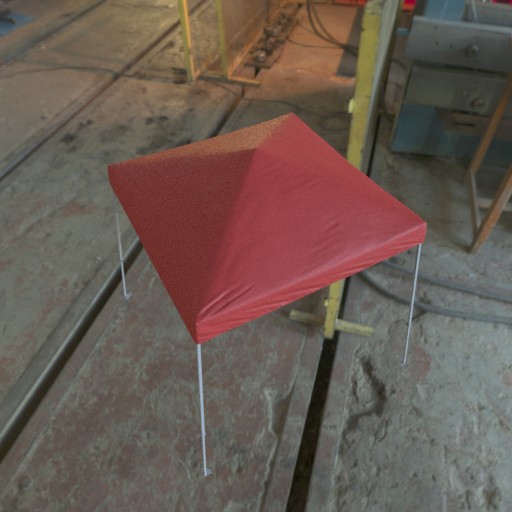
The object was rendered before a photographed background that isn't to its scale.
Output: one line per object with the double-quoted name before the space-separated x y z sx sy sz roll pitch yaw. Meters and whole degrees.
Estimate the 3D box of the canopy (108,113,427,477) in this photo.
"canopy" 0.000 0.000 6.426 3.600 3.600 3.599 -22 50 -19
